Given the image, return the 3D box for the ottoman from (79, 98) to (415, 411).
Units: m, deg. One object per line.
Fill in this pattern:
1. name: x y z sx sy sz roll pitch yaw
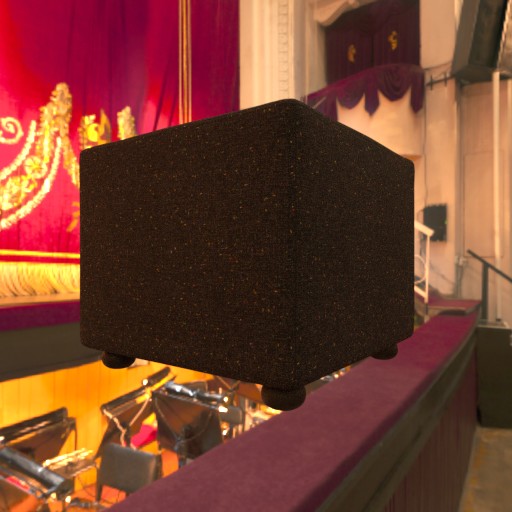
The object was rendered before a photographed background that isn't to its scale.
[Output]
1. ottoman: 0.000 0.000 0.901 0.508 0.432 0.508 0 0 37
